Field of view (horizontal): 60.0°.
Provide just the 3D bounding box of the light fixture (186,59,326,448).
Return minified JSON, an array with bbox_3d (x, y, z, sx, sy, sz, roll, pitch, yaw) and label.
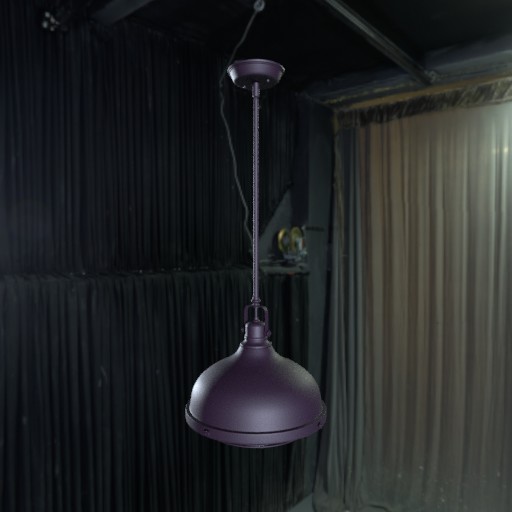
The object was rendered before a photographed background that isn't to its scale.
[{"bbox_3d":[0.000,0.000,1.028,0.341,0.849,0.341,1,2,36],"label":"light fixture"}]
